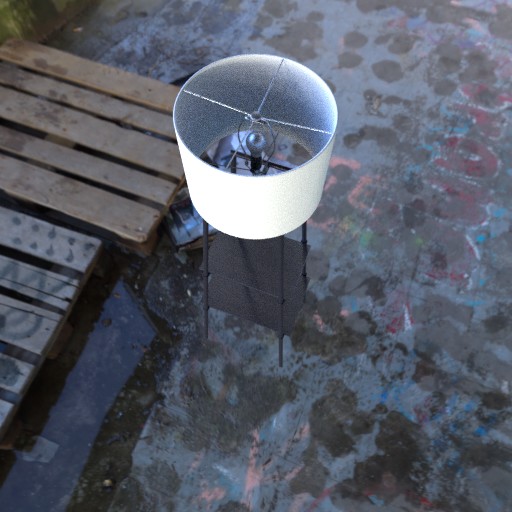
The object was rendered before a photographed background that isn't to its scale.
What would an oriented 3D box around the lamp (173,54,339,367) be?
[{"bbox_3d":[0.000,0.000,1.665,0.427,1.474,0.384,19,65,9],"label":"lamp"}]
